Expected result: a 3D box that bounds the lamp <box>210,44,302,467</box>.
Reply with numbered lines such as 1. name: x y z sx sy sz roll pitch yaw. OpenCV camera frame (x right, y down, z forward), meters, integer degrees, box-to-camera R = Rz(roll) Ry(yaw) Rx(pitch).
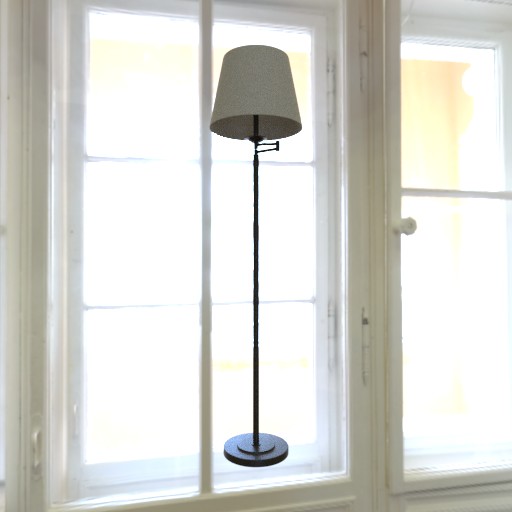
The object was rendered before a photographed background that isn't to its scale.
1. lamp: 0.000 0.000 1.665 0.348 1.473 0.348 0 0 35
